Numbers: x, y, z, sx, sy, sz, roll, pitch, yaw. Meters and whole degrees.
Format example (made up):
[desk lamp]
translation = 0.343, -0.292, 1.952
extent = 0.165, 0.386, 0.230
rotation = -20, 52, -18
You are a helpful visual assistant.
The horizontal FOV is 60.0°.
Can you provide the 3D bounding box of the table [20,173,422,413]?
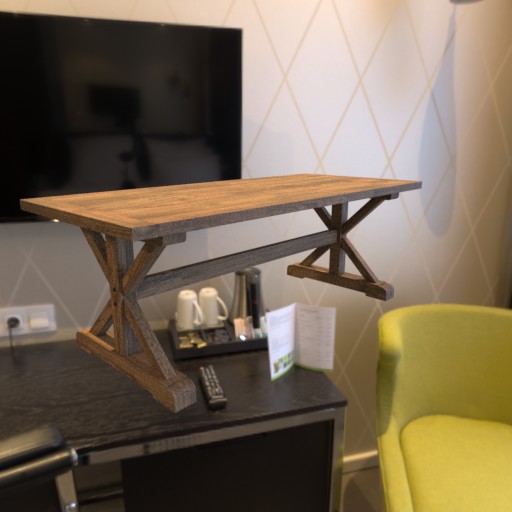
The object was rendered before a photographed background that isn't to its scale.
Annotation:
[table]
translation = 0.000, 0.000, 2.431
extent = 0.907, 0.733, 2.031
rotation = 14, 20, 42
